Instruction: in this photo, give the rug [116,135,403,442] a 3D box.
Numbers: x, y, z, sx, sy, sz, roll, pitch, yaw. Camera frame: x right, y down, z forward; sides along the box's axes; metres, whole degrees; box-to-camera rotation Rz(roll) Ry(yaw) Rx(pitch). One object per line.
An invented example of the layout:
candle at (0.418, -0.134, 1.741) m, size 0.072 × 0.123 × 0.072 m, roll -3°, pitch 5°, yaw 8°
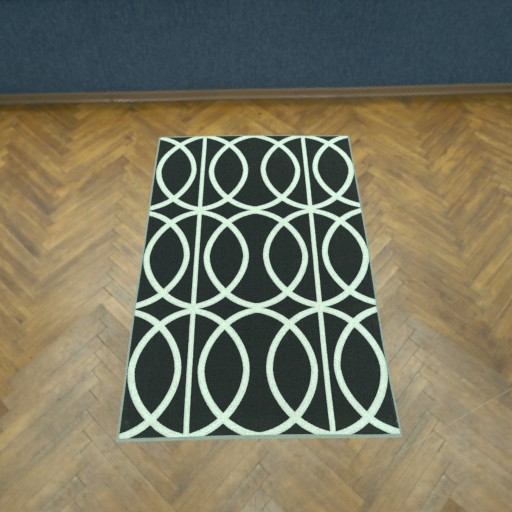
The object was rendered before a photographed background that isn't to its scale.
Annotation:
rug at (0.000, 0.000, 2.946) m, size 1.526 × 0.014 × 2.290 m, roll -1°, pitch 58°, yaw 0°
